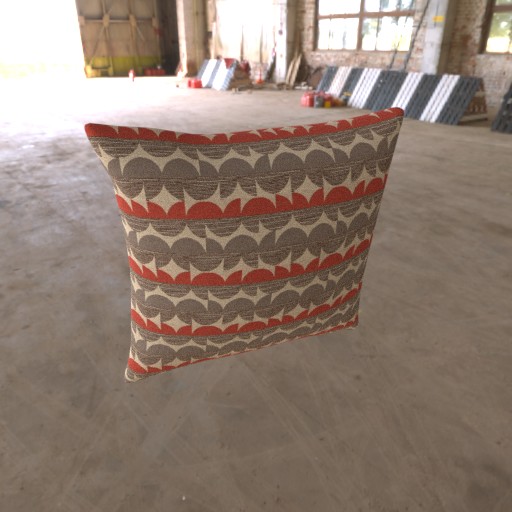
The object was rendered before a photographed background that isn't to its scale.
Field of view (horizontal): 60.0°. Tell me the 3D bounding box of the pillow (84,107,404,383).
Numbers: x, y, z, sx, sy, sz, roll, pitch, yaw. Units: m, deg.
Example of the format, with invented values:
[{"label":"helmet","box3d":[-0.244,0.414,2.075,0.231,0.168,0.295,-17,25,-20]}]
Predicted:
[{"label":"pillow","box3d":[0.000,0.000,0.652,0.420,0.410,0.180,-9,28,-17]}]
